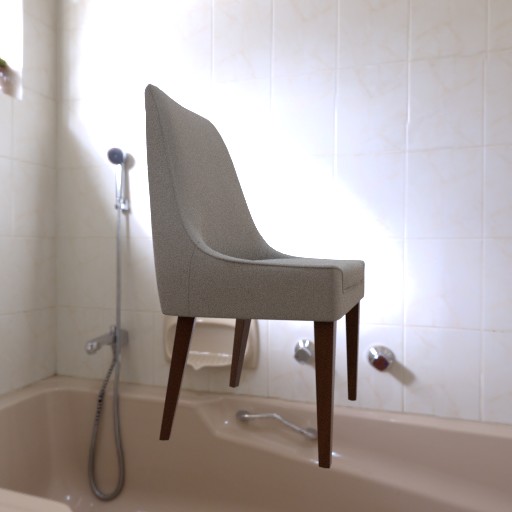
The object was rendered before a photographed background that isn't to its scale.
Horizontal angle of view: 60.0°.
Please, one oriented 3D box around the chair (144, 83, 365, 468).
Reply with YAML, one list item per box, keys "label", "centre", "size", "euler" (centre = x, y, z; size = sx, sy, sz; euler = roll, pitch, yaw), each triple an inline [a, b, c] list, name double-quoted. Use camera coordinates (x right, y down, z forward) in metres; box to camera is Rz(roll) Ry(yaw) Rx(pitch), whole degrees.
- label: "chair"
  centre: [0.000, 0.000, 1.184]
  size: [0.544, 0.861, 0.529]
  euler: [0, 1, 20]
